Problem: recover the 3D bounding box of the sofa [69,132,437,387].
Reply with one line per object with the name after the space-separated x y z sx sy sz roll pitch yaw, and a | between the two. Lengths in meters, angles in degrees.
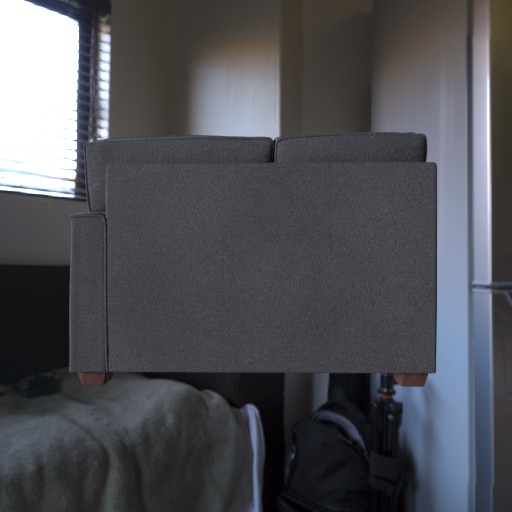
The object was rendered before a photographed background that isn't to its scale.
0.000 0.000 2.106 1.388 0.989 0.991 0 0 1 | sofa
